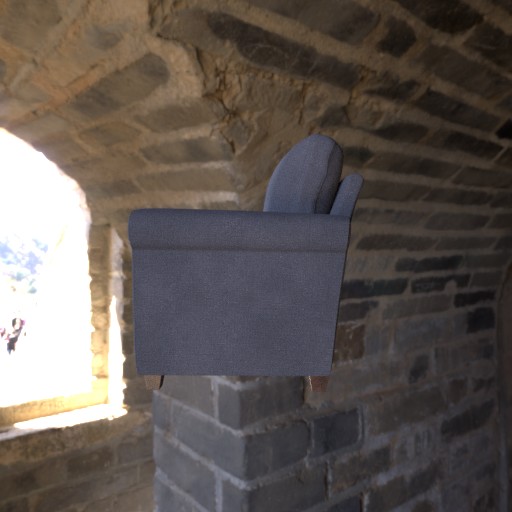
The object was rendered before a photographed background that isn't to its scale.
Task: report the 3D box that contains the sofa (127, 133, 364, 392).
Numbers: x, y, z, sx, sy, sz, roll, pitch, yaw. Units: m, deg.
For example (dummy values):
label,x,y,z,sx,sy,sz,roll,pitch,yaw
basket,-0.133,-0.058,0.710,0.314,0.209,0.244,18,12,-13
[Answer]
label,x,y,z,sx,sy,sz,roll,pitch,yaw
sofa,0.000,0.000,2.461,0.842,0.942,1.935,0,0,1
